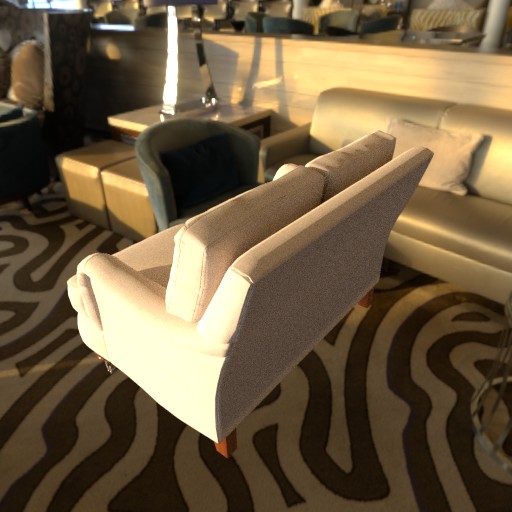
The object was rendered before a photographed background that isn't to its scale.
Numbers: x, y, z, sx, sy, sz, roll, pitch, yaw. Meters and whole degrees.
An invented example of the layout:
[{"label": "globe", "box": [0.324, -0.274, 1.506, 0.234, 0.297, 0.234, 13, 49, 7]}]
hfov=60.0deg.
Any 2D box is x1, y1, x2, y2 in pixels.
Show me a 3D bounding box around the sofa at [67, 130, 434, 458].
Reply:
[{"label": "sofa", "box": [0.000, 0.000, 2.181, 1.087, 1.048, 1.508, 22, 37, 32]}]
